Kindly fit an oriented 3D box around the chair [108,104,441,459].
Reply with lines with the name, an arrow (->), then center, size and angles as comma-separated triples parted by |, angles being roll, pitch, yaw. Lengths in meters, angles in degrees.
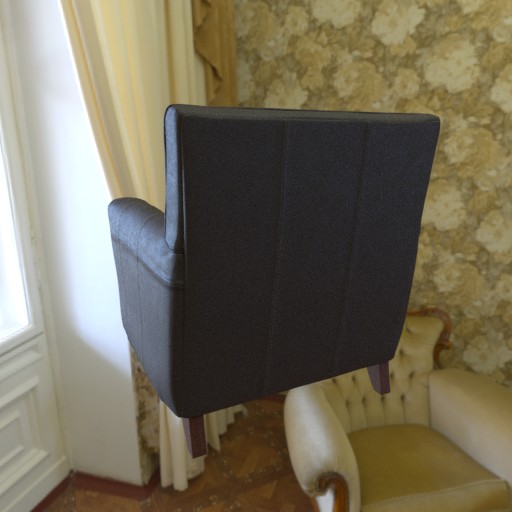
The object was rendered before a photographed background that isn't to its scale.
chair -> 0.000, 0.000, 1.563 | 0.870, 0.943, 0.825 | -7, 16, -27
